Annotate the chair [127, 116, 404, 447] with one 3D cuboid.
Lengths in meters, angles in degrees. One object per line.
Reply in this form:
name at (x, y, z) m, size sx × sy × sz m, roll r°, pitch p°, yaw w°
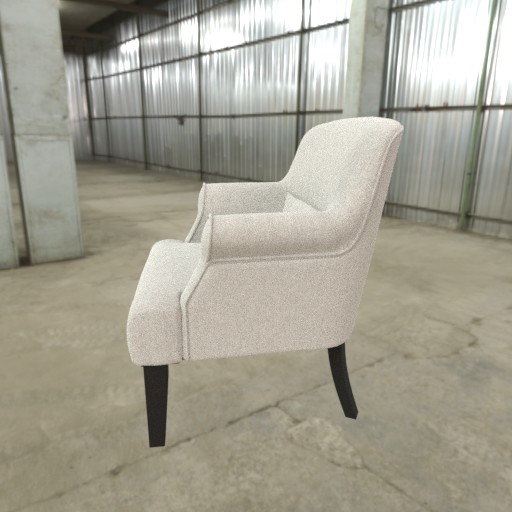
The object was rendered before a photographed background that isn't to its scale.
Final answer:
chair at (0.000, 0.000, 1.462) m, size 0.750 × 0.875 × 0.781 m, roll -2°, pitch 16°, yaw -7°
